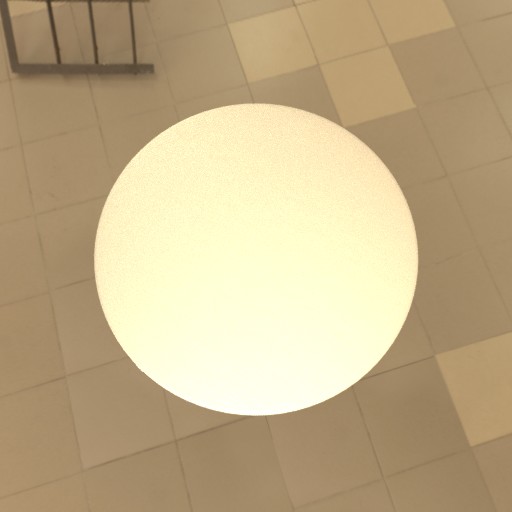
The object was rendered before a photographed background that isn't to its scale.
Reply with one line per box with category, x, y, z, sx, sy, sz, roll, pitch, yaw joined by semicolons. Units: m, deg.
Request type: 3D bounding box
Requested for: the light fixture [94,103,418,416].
light fixture;0.000;0.000;0.534;0.356;0.102;0.356;0;75;0
